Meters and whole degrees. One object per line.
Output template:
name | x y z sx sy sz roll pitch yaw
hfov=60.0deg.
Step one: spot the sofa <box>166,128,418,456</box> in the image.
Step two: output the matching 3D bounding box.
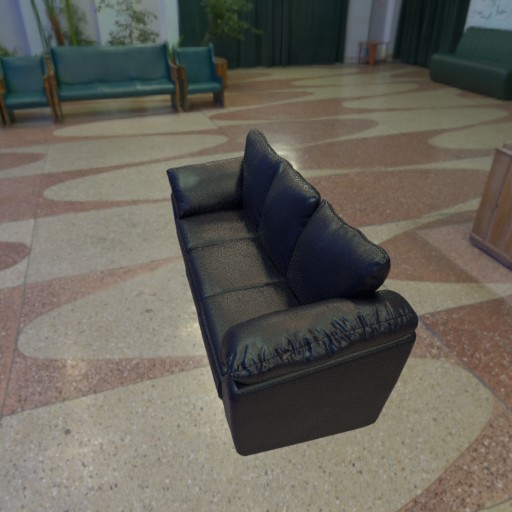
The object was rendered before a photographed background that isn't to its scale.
sofa | 0.000 0.000 2.877 0.880 1.073 2.336 -8 32 -13
